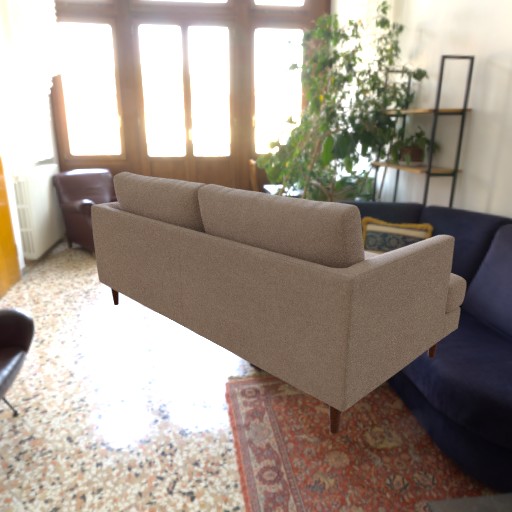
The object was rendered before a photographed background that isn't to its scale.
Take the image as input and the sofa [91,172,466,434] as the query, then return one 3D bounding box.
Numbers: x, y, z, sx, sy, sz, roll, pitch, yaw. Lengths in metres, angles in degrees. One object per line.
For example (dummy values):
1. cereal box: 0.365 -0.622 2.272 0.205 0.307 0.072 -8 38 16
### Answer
1. sofa: 0.000 0.000 2.494 1.020 0.868 1.948 -15 22 -42
